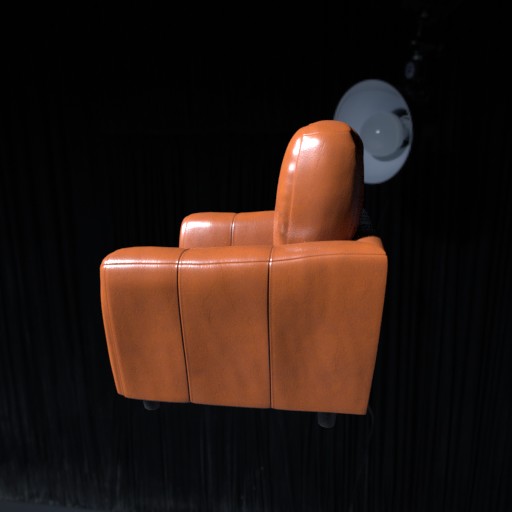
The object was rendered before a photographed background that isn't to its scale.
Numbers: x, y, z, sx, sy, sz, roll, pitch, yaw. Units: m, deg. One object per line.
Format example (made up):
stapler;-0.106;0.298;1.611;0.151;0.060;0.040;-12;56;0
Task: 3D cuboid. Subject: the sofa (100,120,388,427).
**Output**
sofa;0.000;0.000;1.534;0.789;0.876;0.836;2;14;9
